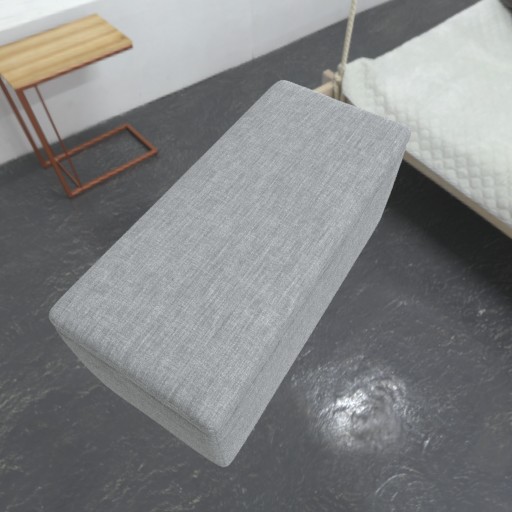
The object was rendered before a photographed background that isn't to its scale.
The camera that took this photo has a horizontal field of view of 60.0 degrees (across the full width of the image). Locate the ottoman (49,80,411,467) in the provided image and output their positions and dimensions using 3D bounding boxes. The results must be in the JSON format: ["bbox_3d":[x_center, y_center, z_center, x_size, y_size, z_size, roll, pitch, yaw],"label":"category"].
[{"bbox_3d":[0.000,0.000,1.143,0.419,0.432,0.902,28,61,17],"label":"ottoman"}]
